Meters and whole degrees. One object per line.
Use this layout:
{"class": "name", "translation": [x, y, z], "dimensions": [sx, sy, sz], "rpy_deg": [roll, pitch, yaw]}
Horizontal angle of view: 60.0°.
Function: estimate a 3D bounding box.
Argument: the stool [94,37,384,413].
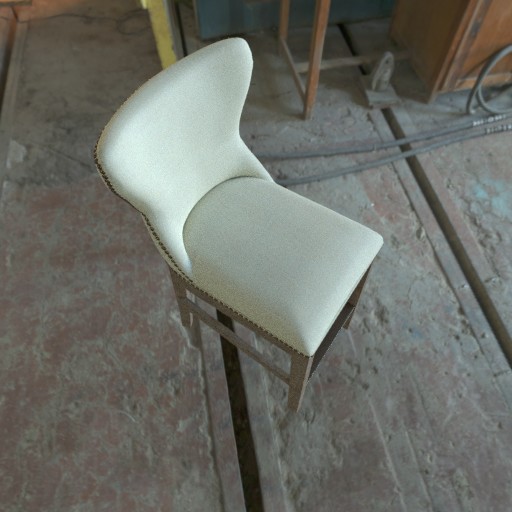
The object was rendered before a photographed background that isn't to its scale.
{"class": "stool", "translation": [0.000, 0.000, 1.297], "dimensions": [0.608, 0.981, 0.498], "rpy_deg": [30, 62, 17]}
